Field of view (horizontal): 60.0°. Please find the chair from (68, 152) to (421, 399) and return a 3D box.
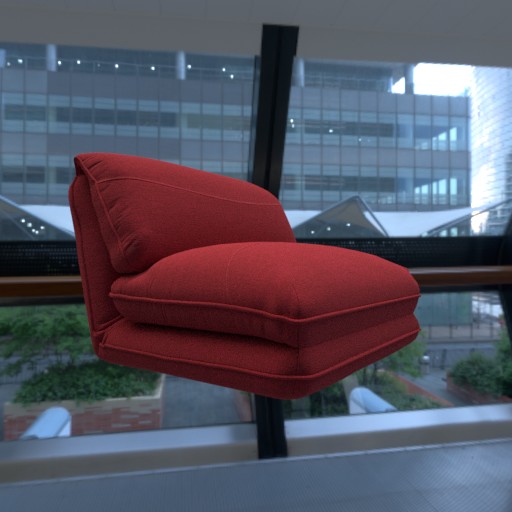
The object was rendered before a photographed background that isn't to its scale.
[{"bbox_3d":[0.000,0.000,1.336,0.780,0.580,0.820,-1,-1,35],"label":"chair"}]
